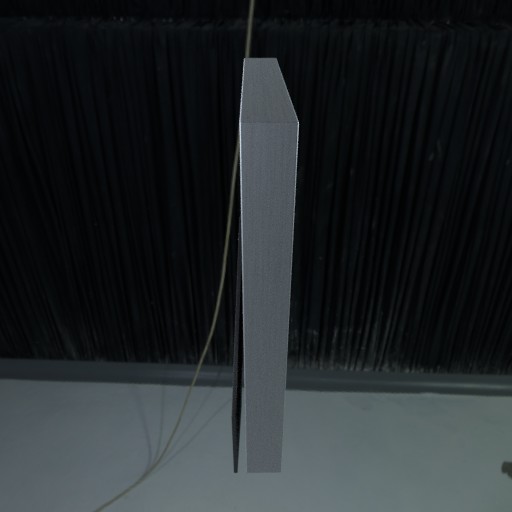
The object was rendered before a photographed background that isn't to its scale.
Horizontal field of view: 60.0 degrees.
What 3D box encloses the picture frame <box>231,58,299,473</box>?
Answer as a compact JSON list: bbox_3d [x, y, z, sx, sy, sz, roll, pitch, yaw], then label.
[{"bbox_3d":[0.000,0.000,0.278,0.028,0.208,0.157,0,32,-1],"label":"picture frame"}]
